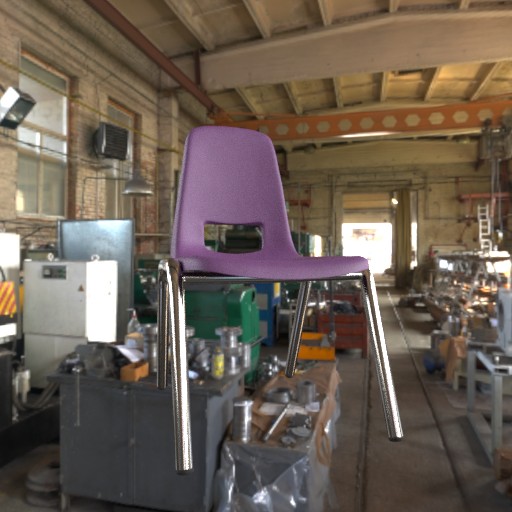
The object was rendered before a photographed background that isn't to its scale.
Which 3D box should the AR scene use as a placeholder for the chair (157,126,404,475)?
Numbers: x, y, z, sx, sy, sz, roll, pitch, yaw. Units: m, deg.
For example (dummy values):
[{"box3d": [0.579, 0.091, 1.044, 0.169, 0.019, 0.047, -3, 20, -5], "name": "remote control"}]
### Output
[{"box3d": [0.000, 0.000, 0.831, 0.356, 0.584, 0.419, 0, 0, -18], "name": "chair"}]
